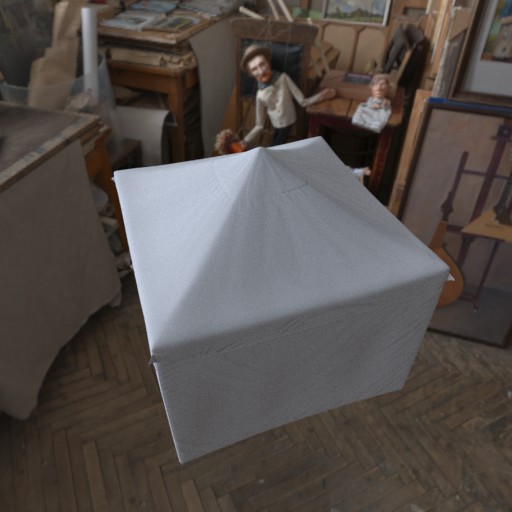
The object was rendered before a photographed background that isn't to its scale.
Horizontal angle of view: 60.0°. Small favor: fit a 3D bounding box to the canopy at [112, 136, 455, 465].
[{"bbox_3d":[0.000,0.000,5.444,3.043,2.997,3.121,-13,44,-14],"label":"canopy"}]
